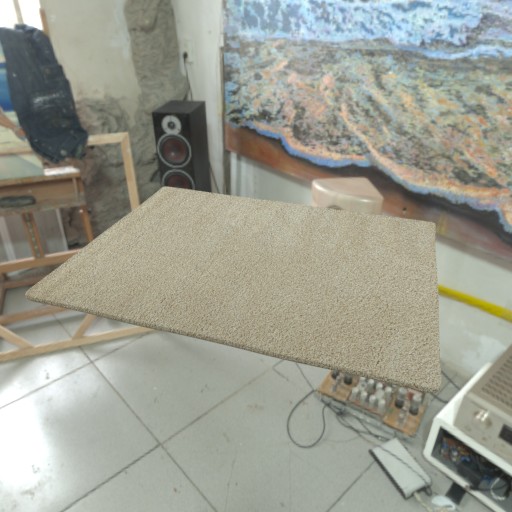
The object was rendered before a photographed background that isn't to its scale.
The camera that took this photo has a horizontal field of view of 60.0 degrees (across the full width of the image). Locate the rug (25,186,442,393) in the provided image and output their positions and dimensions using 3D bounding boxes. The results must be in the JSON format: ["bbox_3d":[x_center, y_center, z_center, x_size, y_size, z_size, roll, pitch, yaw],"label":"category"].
[{"bbox_3d":[0.000,0.000,2.067,1.600,0.025,1.199,10,33,15],"label":"rug"}]
